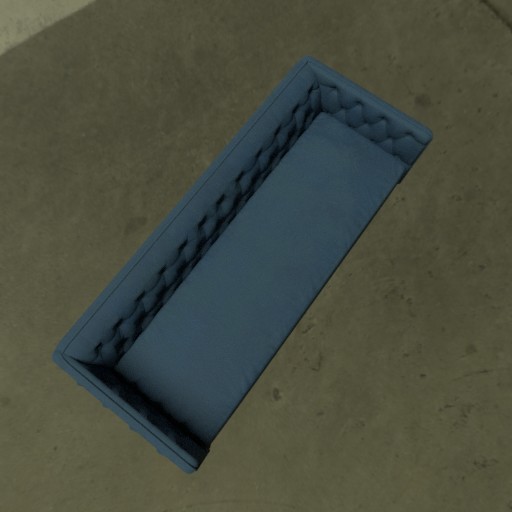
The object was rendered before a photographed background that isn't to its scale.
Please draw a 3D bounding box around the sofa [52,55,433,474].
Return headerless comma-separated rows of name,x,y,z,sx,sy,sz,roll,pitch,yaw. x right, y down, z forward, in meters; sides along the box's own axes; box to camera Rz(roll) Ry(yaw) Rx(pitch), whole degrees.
sofa,0.000,0.000,2.635,0.895,0.771,2.209,36,77,9
